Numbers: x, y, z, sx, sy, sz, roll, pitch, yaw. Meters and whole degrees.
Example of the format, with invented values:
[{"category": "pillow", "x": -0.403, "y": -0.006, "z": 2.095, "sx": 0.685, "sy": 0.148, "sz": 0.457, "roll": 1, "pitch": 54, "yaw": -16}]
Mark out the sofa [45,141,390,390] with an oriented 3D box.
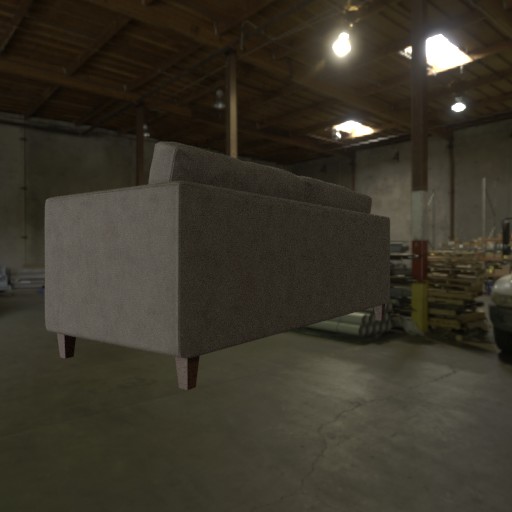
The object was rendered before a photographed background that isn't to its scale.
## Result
[{"category": "sofa", "x": 0.000, "y": 0.000, "z": 2.716, "sx": 0.951, "sy": 0.965, "sz": 2.208, "roll": 0, "pitch": 1, "yaw": 36}]
